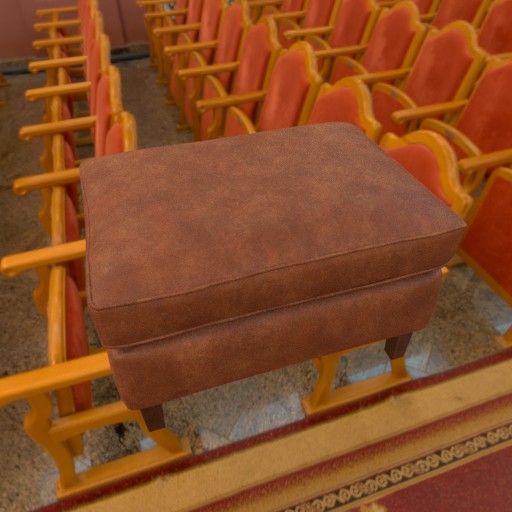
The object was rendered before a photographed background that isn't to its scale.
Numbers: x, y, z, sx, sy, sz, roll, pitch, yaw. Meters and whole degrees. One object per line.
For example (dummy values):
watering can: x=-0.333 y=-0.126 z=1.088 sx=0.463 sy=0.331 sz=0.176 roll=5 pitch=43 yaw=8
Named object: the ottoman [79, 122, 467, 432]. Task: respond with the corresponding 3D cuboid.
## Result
ottoman: x=0.000 y=0.000 z=0.979 sx=0.665 sy=0.418 sz=0.501 roll=-12 pitch=42 yaw=-14
